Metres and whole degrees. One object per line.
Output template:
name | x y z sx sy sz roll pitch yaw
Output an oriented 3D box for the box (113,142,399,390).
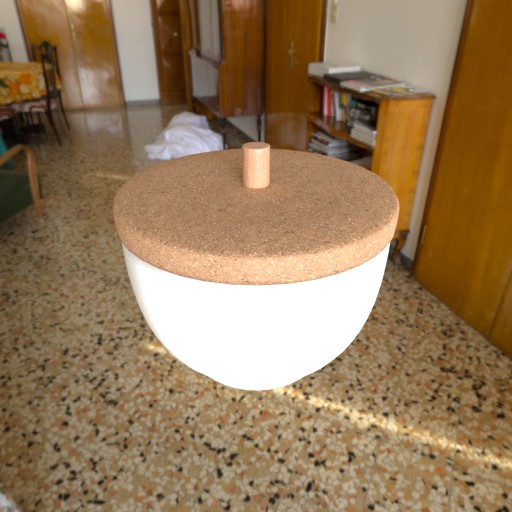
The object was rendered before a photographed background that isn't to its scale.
box | 0.000 0.000 0.186 0.107 0.094 0.107 0 30 0
